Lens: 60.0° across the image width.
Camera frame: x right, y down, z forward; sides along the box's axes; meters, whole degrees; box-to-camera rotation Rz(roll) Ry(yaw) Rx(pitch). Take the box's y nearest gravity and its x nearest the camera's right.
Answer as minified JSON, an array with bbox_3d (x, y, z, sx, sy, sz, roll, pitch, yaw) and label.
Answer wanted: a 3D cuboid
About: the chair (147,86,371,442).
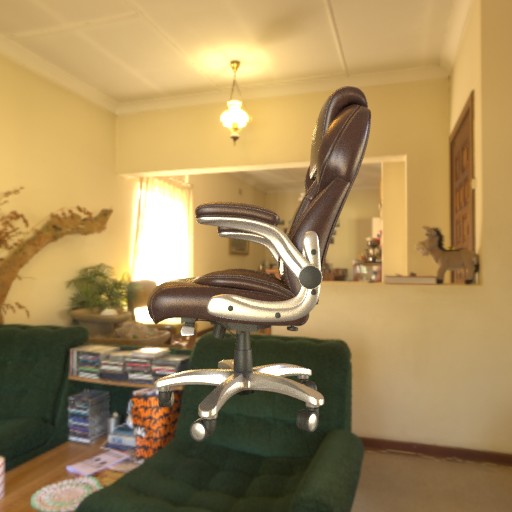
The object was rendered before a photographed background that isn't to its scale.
[{"bbox_3d":[0.000,0.000,1.674,0.774,1.160,0.733,0,-1,1],"label":"chair"}]
